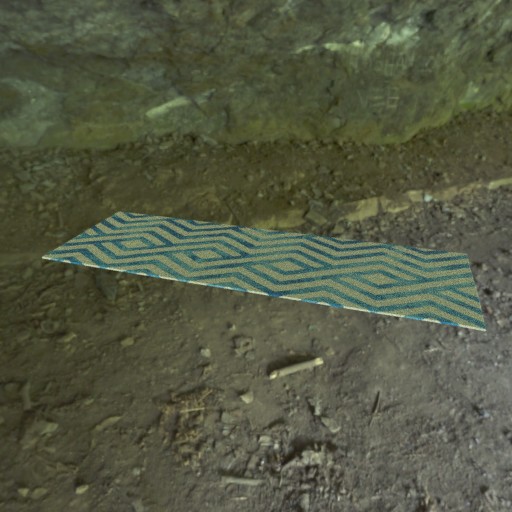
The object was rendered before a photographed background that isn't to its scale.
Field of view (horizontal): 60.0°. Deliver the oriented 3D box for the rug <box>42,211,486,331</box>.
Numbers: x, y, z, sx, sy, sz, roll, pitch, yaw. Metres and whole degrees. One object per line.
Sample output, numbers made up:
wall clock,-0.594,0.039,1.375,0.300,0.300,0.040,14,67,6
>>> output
rug,0.000,0.000,1.637,1.492,0.007,0.503,8,27,16
